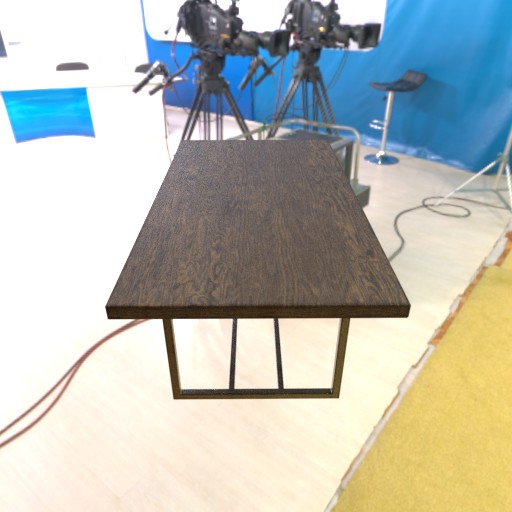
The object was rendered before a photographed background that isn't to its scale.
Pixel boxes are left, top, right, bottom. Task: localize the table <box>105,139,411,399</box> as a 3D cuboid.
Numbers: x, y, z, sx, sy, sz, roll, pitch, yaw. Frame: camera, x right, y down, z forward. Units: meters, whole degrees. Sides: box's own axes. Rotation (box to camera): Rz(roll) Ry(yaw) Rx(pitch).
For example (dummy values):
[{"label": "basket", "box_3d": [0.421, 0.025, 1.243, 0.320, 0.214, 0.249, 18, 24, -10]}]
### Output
[{"label": "table", "box_3d": [0.000, 0.000, 2.610, 1.078, 0.795, 1.989, 0, 31, 0]}]
